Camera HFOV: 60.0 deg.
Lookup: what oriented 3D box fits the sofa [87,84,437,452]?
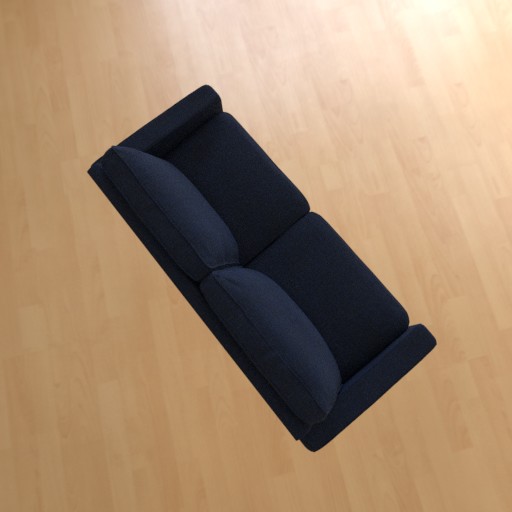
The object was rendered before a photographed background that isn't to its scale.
[{"bbox_3d":[0.000,0.000,2.650,0.940,0.919,2.080,-38,80,-8],"label":"sofa"}]
